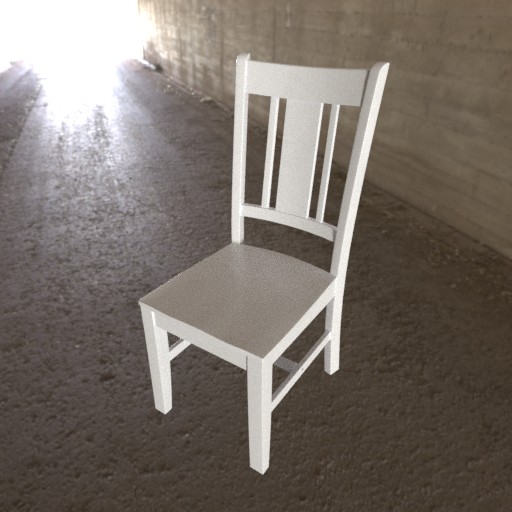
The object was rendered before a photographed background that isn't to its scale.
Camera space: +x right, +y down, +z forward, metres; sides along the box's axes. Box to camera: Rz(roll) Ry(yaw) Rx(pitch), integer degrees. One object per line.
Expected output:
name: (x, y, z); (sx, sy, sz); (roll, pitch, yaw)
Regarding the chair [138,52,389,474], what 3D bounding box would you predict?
chair: (0.000, 0.000, 1.261); (0.450, 0.998, 0.555); (18, 34, 29)
